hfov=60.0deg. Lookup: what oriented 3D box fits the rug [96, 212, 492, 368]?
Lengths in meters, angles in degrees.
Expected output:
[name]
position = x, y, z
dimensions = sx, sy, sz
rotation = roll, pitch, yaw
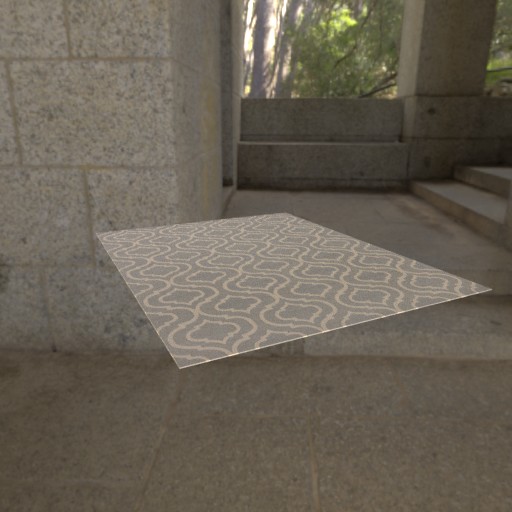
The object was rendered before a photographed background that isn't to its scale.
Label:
[rug]
position = 0.000, 0.000, 3.878
dimensions = 2.283, 0.006, 2.892
rotation = -9, 20, -25
